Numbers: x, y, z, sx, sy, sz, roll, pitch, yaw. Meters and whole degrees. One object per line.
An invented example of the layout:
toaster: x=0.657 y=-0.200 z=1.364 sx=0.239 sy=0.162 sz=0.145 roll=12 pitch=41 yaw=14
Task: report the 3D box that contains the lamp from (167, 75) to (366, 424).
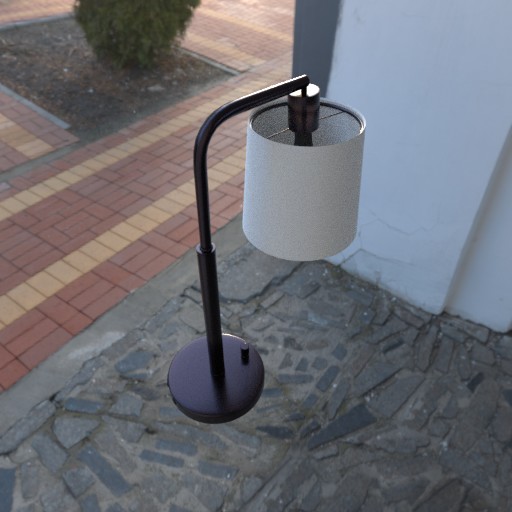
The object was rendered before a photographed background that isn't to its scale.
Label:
lamp: x=0.000 y=0.000 z=0.649 sx=0.333 sy=0.489 sz=0.171 roll=-25 pitch=47 yaw=-26
